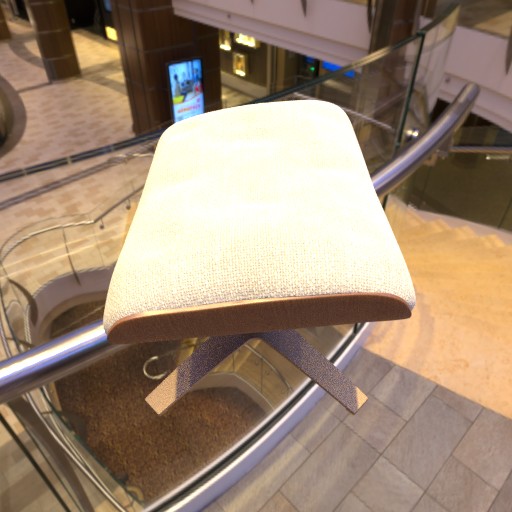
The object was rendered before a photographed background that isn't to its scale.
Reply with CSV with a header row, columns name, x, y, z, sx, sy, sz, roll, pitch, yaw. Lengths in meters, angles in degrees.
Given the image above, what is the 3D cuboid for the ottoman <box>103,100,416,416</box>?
name,x,y,z,sx,sy,sz,roll,pitch,yaw
ottoman,0.000,0.000,0.784,0.394,0.391,0.520,0,41,0
